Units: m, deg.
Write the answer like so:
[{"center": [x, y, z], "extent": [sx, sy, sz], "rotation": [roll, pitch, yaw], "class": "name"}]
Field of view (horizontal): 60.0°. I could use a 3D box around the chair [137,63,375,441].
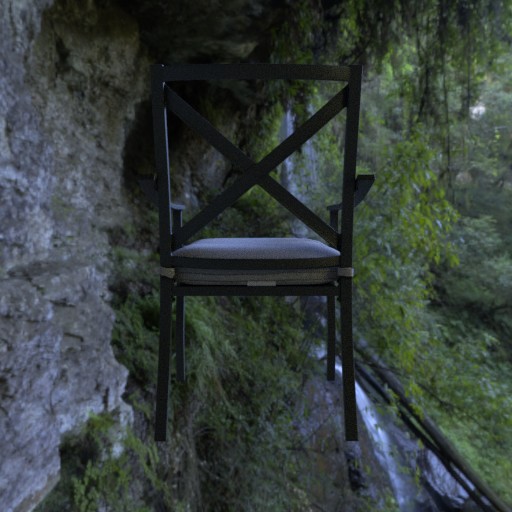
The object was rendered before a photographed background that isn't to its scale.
[{"center": [0.000, 0.000, 1.292], "extent": [0.575, 0.889, 0.620], "rotation": [0, 0, 0], "class": "chair"}]
